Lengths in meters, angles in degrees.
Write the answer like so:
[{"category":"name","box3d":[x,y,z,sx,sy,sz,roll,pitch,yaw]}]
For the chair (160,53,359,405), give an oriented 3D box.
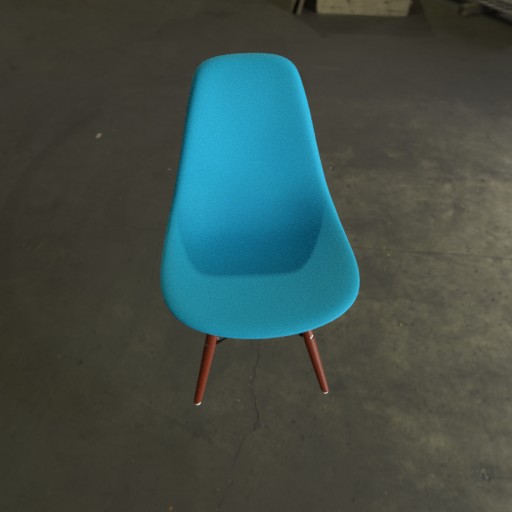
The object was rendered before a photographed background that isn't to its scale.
[{"category":"chair","box3d":[0.000,0.000,1.148,0.470,0.826,0.533,-4,45,-4]}]
